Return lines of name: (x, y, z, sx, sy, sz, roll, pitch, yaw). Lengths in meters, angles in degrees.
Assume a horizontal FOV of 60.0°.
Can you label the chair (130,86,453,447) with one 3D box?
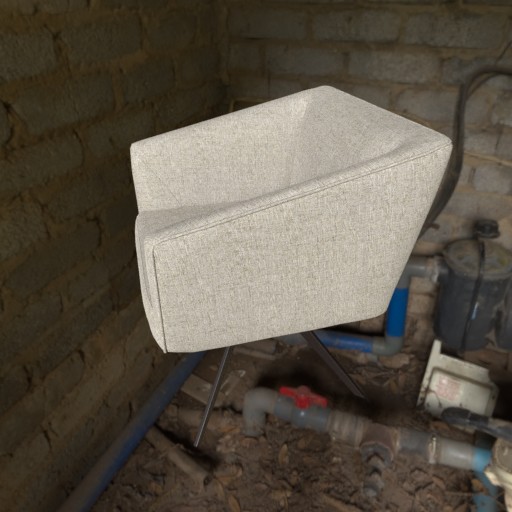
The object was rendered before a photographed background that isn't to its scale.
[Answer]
chair: (0.000, 0.000, 1.213, 0.623, 0.760, 0.628, -9, 32, -14)
